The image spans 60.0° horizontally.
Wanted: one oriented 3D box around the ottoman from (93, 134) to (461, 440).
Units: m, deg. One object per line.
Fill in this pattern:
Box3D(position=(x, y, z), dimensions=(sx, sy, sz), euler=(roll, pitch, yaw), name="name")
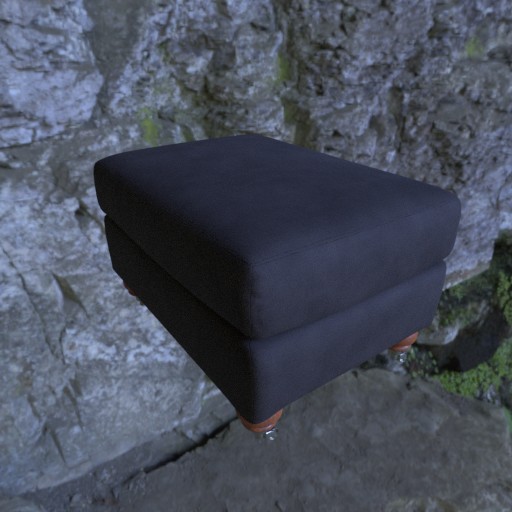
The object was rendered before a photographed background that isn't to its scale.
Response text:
Box3D(position=(0.000, 0.000, 1.143), dimensions=(0.574, 0.497, 0.773), euler=(-18, 32, -31), name="ottoman")
